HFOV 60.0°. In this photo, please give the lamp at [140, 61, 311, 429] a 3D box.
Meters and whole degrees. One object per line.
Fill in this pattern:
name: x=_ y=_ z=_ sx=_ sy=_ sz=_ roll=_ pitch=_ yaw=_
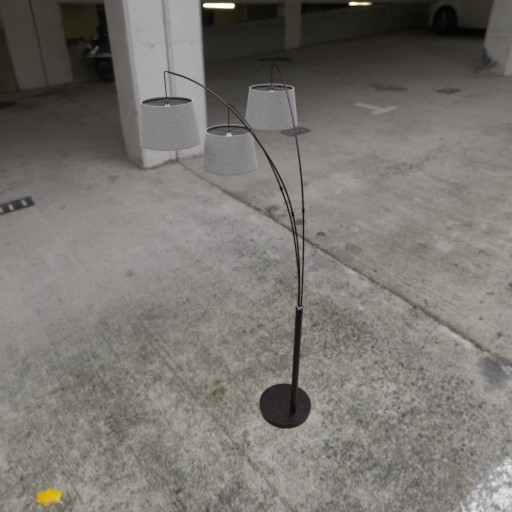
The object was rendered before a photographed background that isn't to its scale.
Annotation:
lamp: x=0.000 y=0.000 z=2.526 sx=0.951 sy=1.950 sz=0.924 roll=-19 pitch=35 yaw=-30
